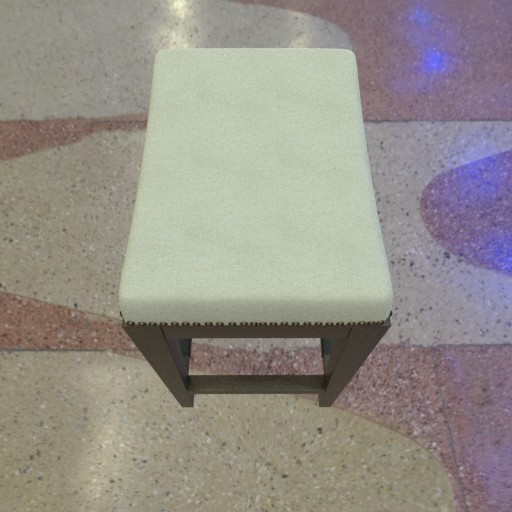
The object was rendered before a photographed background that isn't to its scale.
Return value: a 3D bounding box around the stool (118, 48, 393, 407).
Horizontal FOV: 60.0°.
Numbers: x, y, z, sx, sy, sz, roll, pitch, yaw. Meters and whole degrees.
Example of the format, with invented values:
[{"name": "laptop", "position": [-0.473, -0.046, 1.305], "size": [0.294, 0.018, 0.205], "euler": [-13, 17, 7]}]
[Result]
[{"name": "stool", "position": [0.000, 0.000, 0.915], "size": [0.361, 0.642, 0.500], "euler": [0, 62, 0]}]
